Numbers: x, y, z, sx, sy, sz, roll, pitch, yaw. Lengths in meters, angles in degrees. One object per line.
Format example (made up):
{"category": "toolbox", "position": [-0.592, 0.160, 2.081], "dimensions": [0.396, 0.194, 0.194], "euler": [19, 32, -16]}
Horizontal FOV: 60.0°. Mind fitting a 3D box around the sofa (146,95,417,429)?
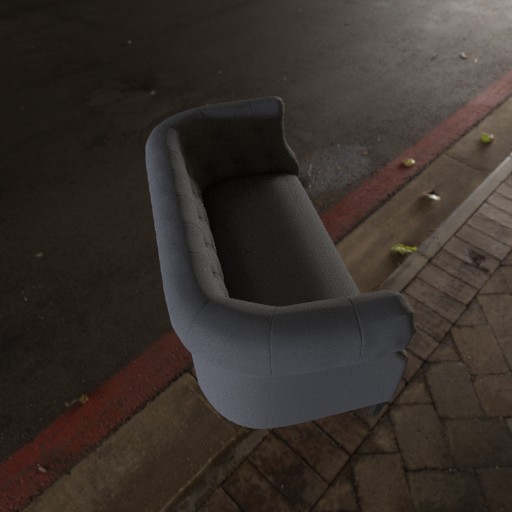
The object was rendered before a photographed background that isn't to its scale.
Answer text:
{"category": "sofa", "position": [0.000, 0.000, 2.050], "dimensions": [0.835, 0.827, 1.558], "euler": [-10, 47, -10]}
